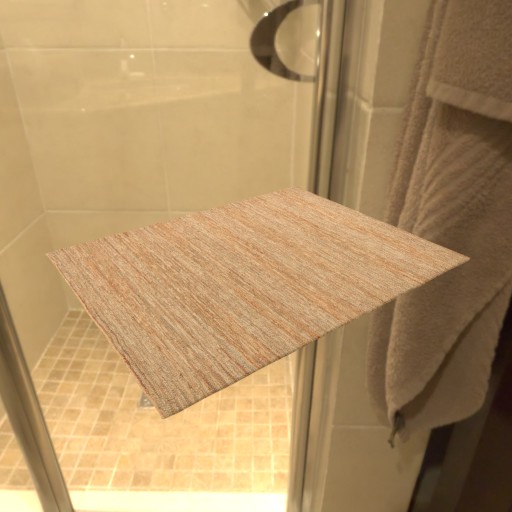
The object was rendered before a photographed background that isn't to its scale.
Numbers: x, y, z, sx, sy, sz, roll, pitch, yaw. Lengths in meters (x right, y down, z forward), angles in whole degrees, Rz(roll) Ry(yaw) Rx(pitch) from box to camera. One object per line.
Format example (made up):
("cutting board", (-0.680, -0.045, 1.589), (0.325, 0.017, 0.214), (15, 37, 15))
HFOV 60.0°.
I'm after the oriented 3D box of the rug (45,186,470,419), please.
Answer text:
("rug", (0.000, 0.000, 3.877), (2.939, 0.009, 2.313), (-20, 34, -32))
